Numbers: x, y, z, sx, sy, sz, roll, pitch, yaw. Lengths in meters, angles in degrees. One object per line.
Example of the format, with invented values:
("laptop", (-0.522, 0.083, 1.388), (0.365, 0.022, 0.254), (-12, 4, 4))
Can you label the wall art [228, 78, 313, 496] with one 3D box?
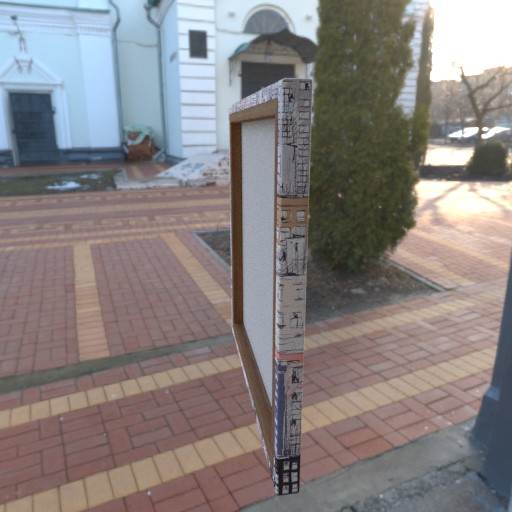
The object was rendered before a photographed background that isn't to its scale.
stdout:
("wall art", (0.000, 0.000, 1.124), (0.048, 0.762, 0.761), (-3, 16, -9))
